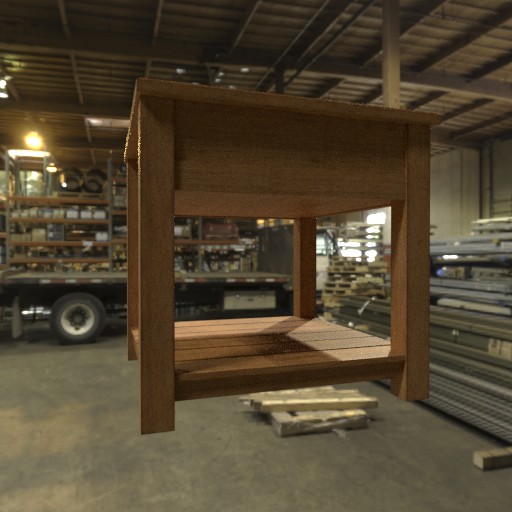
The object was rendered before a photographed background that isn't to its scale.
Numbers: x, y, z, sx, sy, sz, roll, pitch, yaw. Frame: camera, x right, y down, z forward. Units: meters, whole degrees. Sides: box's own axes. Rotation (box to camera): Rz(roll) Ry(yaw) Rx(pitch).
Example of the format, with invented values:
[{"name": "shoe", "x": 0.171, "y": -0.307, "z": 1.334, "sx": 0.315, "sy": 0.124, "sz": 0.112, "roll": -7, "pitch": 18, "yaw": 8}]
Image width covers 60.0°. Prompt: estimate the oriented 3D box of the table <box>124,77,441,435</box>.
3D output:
[{"name": "table", "x": 0.000, "y": 0.000, "z": 1.110, "sx": 0.612, "sy": 0.593, "sz": 0.616, "roll": 0, "pitch": 1, "yaw": -18}]
